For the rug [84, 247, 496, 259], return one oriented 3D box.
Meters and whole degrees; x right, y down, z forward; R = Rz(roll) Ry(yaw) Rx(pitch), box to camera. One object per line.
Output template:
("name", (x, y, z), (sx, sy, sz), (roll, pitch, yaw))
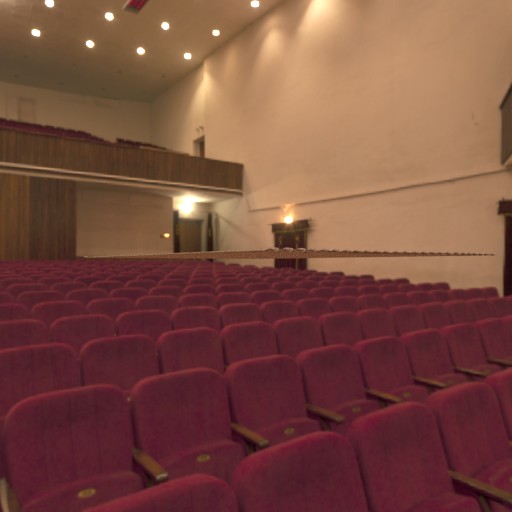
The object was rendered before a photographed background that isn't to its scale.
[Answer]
("rug", (0.000, 0.000, 3.750), (2.030, 0.017, 3.040), (1, -1, -36))
